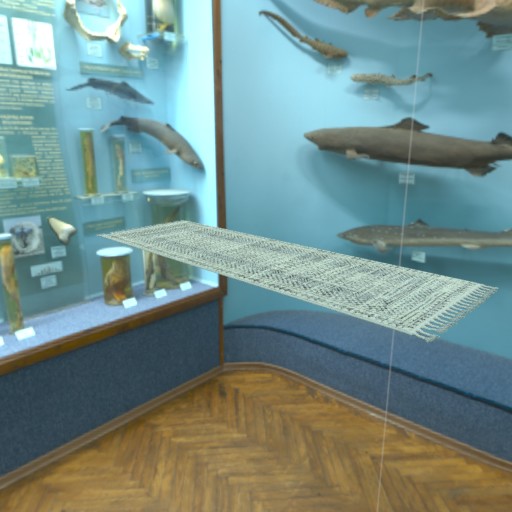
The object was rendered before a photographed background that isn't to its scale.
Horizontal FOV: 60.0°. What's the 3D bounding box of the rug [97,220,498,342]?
[{"bbox_3d":[0.000,0.000,2.653,2.480,0.013,0.786,14,21,42],"label":"rug"}]
